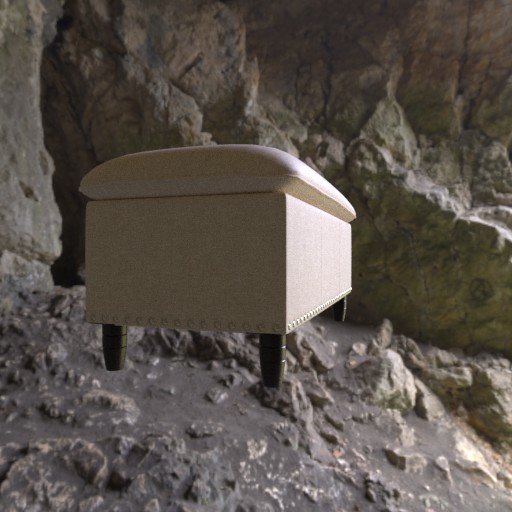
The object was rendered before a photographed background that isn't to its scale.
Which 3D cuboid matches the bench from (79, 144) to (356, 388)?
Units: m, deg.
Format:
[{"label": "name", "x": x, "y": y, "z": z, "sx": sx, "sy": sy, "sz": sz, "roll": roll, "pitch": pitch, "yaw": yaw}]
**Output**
[{"label": "bench", "x": 0.000, "y": 0.000, "z": 1.293, "sx": 0.483, "sy": 0.483, "sz": 0.991, "roll": 0, "pitch": 0, "yaw": 19}]
